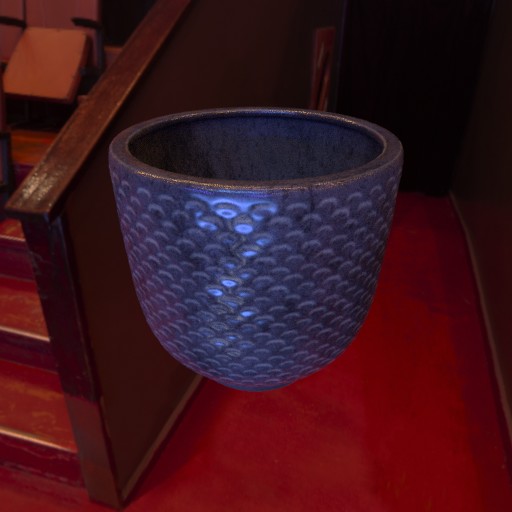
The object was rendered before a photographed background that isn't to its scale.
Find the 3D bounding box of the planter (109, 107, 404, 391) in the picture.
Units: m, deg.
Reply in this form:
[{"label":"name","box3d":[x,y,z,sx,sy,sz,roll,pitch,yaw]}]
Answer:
[{"label":"planter","box3d":[0.000,0.000,0.351,0.197,0.191,0.197,0,30,0]}]
